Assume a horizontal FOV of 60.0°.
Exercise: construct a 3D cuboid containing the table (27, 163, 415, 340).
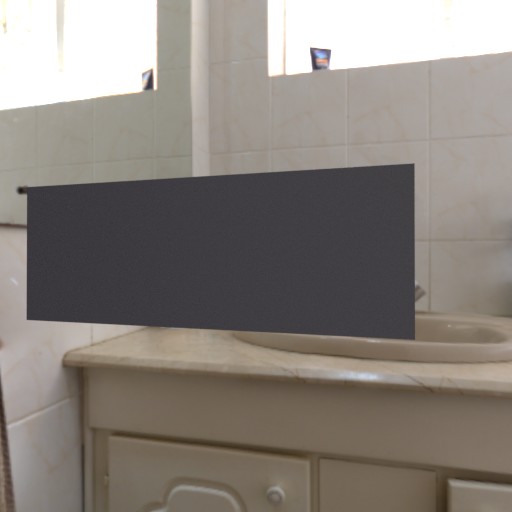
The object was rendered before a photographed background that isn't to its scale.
[{"bbox_3d":[0.000,0.000,1.233,0.801,0.299,0.801,0,0,17],"label":"table"}]
